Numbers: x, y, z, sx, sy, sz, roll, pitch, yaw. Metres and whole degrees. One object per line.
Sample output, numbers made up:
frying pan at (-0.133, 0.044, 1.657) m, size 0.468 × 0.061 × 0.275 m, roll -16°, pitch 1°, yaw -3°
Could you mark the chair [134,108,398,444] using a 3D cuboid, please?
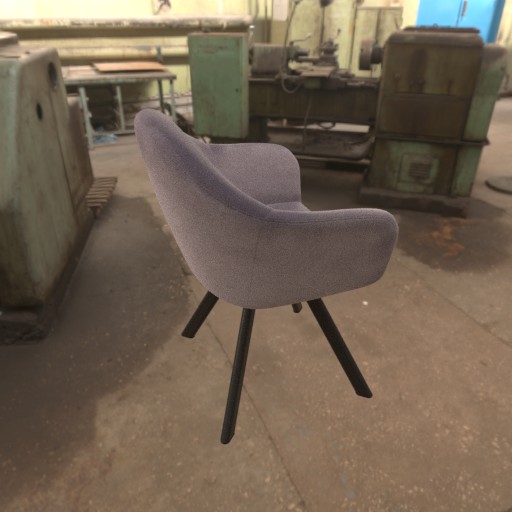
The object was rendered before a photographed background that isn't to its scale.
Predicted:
chair at (0.000, 0.000, 1.184) m, size 0.540 × 0.780 × 0.570 m, roll -11°, pitch 31°, yaw -18°
